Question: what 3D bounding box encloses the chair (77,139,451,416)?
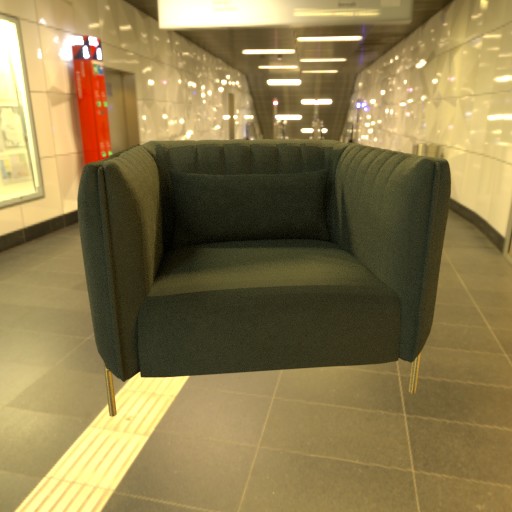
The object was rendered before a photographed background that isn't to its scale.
[{"bbox_3d":[0.000,0.000,1.621,1.032,0.794,0.877,-2,18,-7],"label":"chair"}]
